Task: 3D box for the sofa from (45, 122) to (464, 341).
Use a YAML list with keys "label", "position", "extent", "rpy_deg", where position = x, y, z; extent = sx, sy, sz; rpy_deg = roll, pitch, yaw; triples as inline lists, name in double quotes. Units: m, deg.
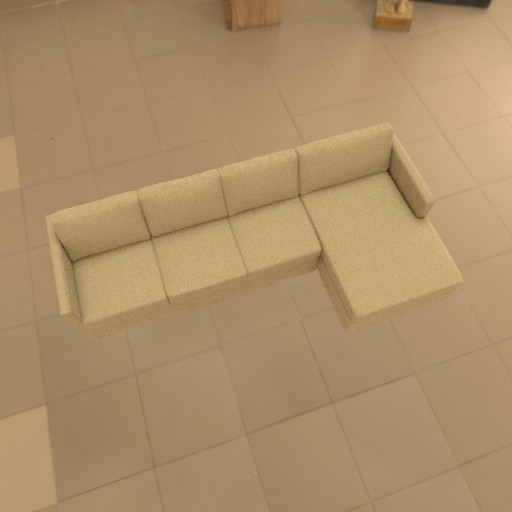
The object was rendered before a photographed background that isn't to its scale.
- label: "sofa"
  position: [0.000, 0.000, 3.803]
  extent: [3.177, 0.867, 1.622]
  rpy_deg: [-17, 65, -8]
